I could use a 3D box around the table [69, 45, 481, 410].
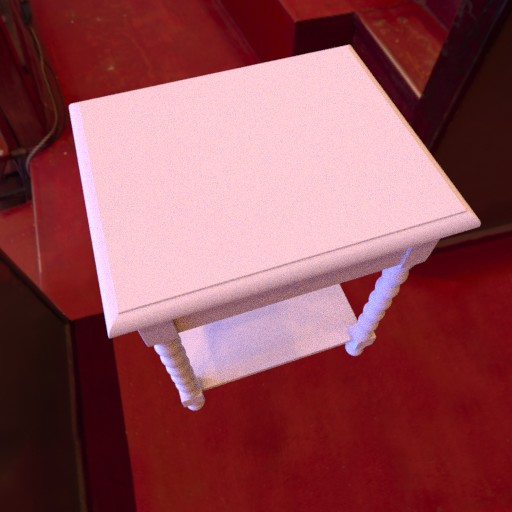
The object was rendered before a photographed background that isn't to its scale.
[{"bbox_3d":[0.000,0.000,0.817,0.460,0.531,0.381,-16,60,-10],"label":"table"}]
